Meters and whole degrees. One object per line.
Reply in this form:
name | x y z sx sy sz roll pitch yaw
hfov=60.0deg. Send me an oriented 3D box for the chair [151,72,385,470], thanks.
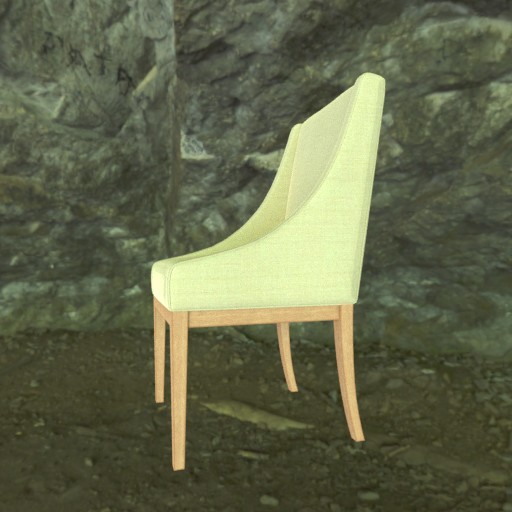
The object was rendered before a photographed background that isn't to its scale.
chair | 0.000 0.000 1.399 0.611 1.021 0.575 0 0 -17
